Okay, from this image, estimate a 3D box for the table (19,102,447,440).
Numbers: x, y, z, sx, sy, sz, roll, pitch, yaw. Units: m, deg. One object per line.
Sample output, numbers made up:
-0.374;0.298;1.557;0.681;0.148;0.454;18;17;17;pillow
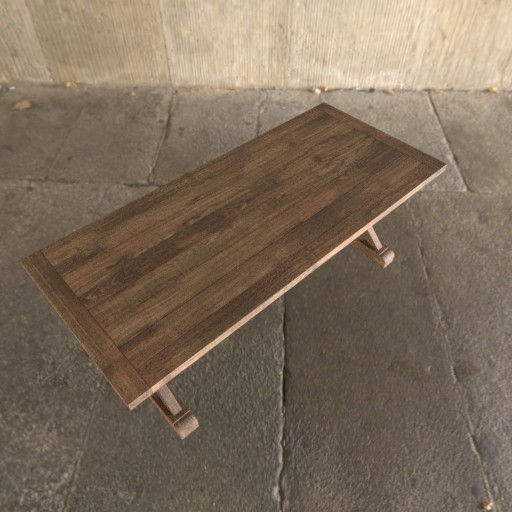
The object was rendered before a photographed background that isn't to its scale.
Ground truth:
0.000;0.000;2.481;2.031;0.733;0.907;-34;57;-27;table
